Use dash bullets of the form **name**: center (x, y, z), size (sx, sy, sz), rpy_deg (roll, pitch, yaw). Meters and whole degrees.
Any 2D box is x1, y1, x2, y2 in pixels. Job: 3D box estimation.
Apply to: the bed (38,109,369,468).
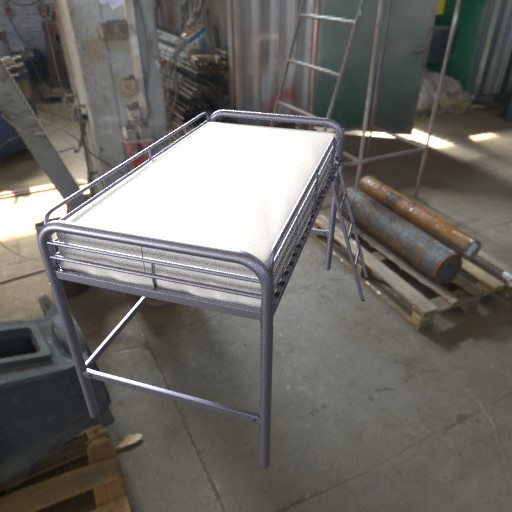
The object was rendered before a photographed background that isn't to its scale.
- **bed**: center (0.000, 0.000, 2.834), size (1.415, 1.288, 1.965), rpy_deg (10, 34, 15)
